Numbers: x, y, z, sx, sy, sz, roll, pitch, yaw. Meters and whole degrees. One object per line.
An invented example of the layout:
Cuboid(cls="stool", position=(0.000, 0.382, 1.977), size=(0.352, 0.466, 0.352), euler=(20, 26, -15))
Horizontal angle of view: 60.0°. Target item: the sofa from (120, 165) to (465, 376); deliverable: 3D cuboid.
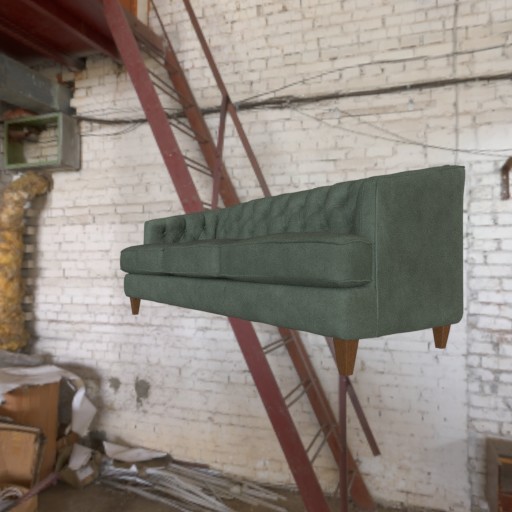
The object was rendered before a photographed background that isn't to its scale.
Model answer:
Cuboid(cls="sofa", position=(0.000, 0.000, 2.629), size=(0.941, 0.855, 2.278), euler=(0, -1, -35))
